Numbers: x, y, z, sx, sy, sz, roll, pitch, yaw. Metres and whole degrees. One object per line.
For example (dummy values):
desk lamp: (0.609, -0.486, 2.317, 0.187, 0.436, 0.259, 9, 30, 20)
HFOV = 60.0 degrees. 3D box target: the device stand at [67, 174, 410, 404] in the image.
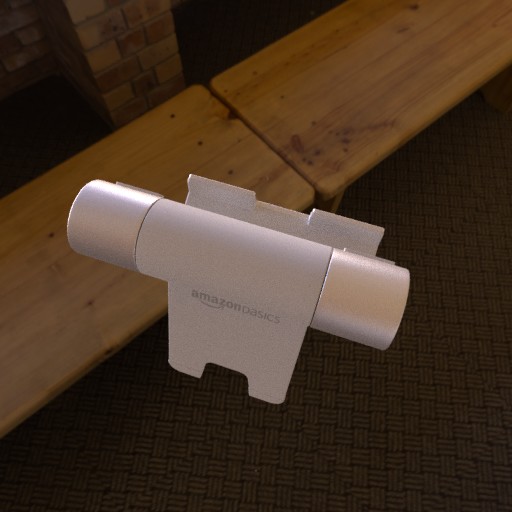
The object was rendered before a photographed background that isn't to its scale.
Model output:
device stand: (0.000, 0.000, 0.154, 0.086, 0.084, 0.079, 17, 65, 8)
